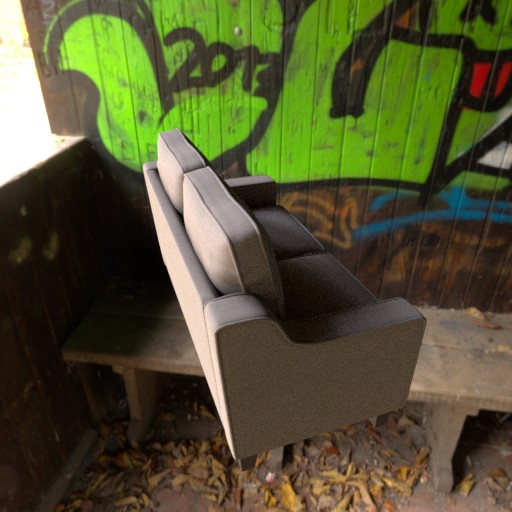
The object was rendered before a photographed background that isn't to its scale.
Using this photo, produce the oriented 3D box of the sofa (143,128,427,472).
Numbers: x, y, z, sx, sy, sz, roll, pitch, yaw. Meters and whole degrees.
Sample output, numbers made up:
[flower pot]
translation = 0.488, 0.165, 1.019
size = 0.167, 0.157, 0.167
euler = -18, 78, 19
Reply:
[sofa]
translation = 0.000, 0.000, 2.064
size = 0.791, 0.948, 1.500
euler = -10, 32, -17
